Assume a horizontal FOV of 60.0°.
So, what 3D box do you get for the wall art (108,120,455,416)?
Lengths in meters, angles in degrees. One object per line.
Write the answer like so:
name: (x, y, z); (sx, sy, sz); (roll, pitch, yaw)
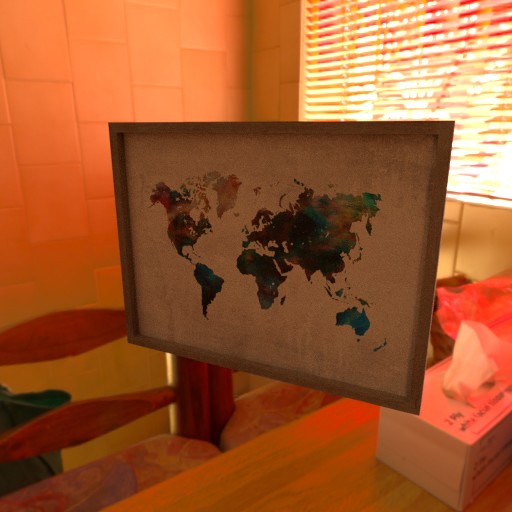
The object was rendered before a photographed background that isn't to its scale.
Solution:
wall art: (0.000, 0.000, 1.739); (1.320, 1.009, 0.070); (7, 18, 24)
